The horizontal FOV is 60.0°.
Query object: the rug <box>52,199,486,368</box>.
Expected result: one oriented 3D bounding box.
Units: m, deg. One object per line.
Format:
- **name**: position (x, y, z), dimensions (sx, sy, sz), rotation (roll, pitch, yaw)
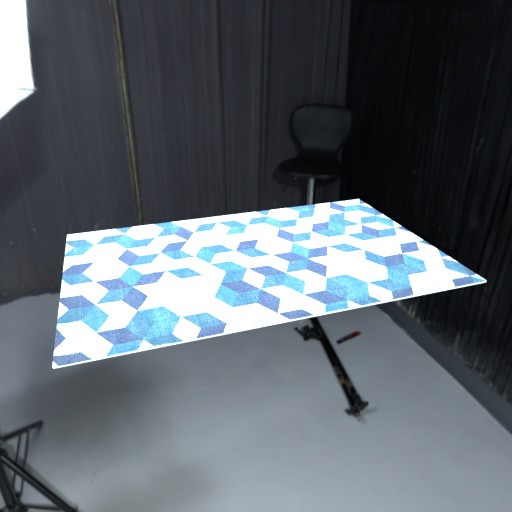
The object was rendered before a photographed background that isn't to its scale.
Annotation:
- **rug**: position (0.000, 0.000, 2.979), dimensions (2.438, 0.015, 1.518), rotation (-9, 28, -16)
